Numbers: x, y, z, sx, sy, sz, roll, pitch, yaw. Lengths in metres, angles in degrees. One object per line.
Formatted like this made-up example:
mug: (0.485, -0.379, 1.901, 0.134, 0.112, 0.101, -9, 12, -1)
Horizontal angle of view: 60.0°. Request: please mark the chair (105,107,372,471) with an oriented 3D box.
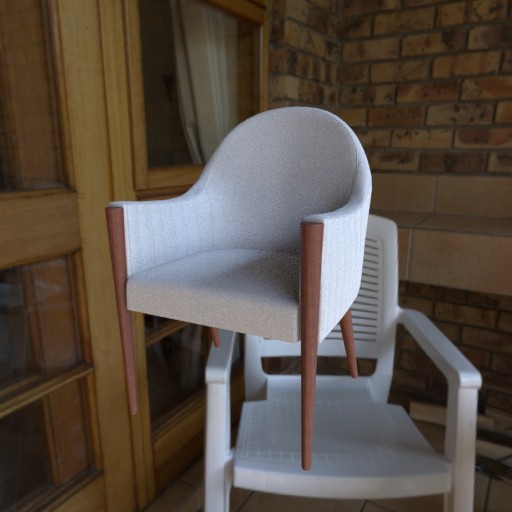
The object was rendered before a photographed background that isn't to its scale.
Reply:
chair: (0.000, 0.000, 1.324, 0.610, 0.889, 0.620, 7, 15, 25)
